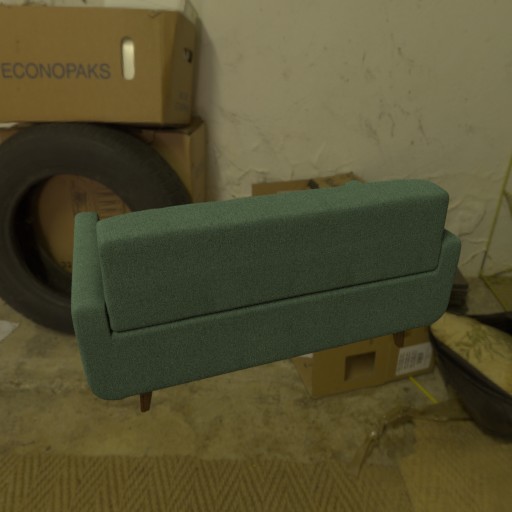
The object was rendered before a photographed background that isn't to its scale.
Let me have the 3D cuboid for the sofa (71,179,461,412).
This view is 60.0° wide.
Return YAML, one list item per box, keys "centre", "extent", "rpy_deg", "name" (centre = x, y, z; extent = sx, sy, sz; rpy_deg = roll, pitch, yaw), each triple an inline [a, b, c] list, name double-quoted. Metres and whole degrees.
- centre: [0.000, 0.000, 2.158]
  extent: [1.631, 0.841, 0.909]
  rpy_deg: [-9, 29, -17]
  name: "sofa"
